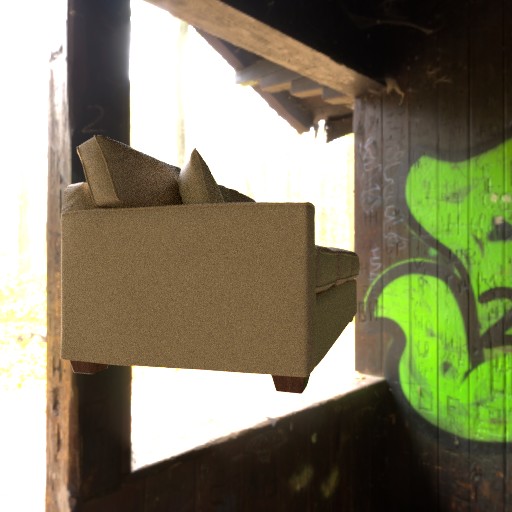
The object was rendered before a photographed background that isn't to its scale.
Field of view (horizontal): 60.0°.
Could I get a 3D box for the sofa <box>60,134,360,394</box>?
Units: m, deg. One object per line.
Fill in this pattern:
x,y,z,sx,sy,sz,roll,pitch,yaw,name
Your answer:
0.000,0.000,2.523,1.034,0.946,1.962,0,-1,17,sofa
